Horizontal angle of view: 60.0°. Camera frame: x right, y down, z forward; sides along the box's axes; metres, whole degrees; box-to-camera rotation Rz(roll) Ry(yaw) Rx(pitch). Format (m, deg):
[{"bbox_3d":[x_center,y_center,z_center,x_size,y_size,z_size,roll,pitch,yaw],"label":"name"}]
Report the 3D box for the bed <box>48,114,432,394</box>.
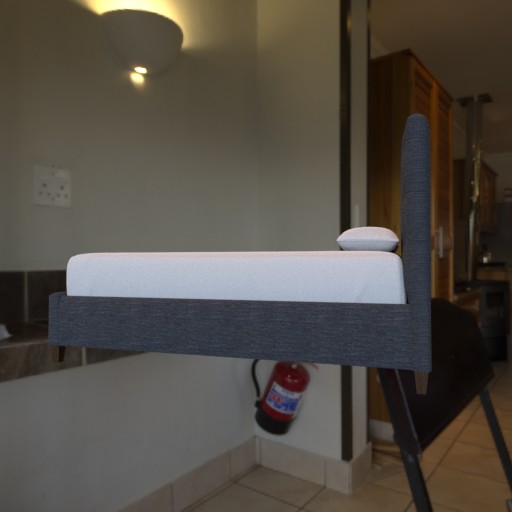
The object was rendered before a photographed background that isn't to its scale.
[{"bbox_3d":[0.000,0.000,3.382,2.387,1.427,1.698,0,-1,18],"label":"bed"}]
